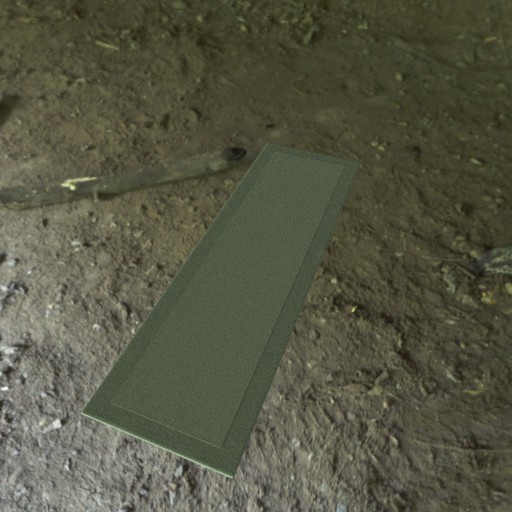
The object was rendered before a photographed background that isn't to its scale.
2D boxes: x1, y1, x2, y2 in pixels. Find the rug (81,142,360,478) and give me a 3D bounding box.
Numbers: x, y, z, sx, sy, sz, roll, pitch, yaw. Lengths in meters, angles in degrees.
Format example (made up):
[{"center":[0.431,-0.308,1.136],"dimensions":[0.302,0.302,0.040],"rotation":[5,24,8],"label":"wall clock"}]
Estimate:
[{"center":[0.000,0.000,2.701],"dimensions":[0.759,0.012,2.430],"rotation":[16,48,15],"label":"rug"}]
